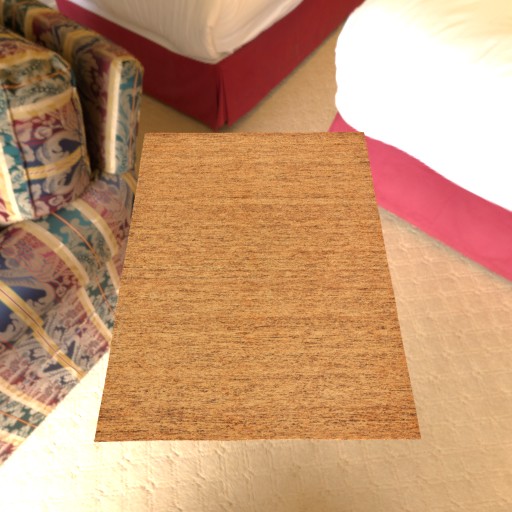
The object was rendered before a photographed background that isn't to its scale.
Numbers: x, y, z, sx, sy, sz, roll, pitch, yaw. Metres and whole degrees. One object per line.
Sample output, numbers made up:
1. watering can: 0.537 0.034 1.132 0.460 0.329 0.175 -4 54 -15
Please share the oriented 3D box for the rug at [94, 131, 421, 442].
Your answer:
1. rug: 0.000 0.000 4.117 2.438 0.012 3.200 0 59 0
